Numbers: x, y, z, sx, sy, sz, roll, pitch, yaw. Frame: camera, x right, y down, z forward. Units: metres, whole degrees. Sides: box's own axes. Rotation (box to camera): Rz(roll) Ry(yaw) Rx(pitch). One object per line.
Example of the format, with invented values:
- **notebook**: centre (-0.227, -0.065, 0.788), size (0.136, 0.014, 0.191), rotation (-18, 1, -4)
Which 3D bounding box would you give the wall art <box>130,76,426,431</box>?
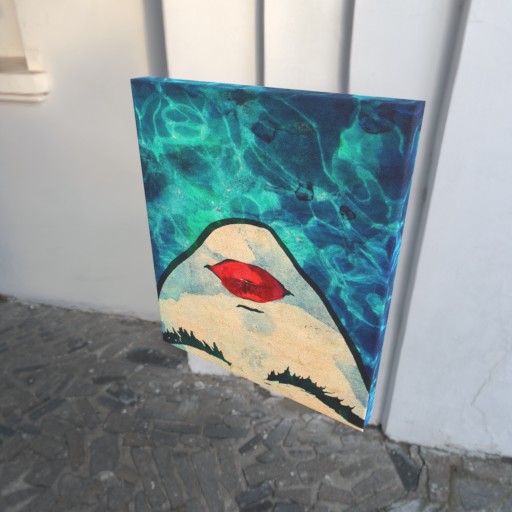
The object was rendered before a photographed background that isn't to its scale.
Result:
- **wall art**: centre (0.000, 0.000, 0.711), size (0.432, 0.508, 0.038), rotation (17, 33, 28)
